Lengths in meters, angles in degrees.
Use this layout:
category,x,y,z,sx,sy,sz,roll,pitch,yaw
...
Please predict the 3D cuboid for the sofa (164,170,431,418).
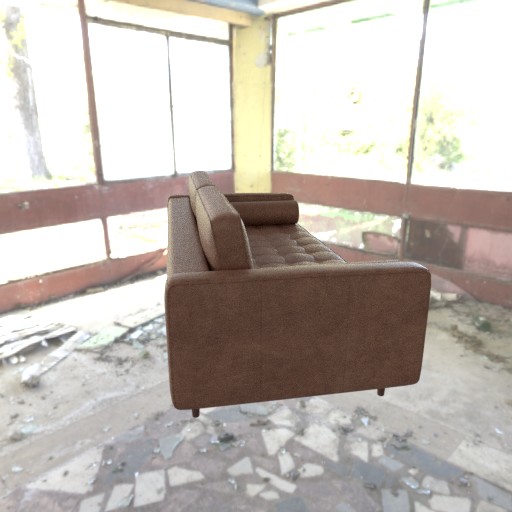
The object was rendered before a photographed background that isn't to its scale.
category,x,y,z,sx,sy,sz,roll,pitch,yaw
sofa,0.000,0.000,2.323,0.910,0.760,1.870,-3,16,-10
